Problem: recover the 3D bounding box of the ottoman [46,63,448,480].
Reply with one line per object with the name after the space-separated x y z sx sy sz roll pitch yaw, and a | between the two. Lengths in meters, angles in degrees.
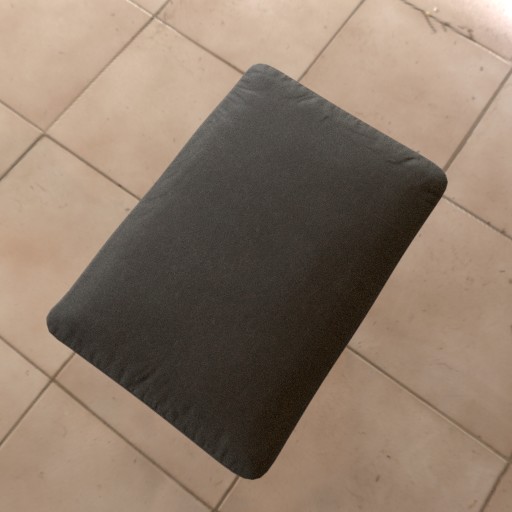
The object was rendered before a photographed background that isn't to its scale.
0.000 0.000 1.556 0.840 0.429 1.199 34 78 8 | ottoman
